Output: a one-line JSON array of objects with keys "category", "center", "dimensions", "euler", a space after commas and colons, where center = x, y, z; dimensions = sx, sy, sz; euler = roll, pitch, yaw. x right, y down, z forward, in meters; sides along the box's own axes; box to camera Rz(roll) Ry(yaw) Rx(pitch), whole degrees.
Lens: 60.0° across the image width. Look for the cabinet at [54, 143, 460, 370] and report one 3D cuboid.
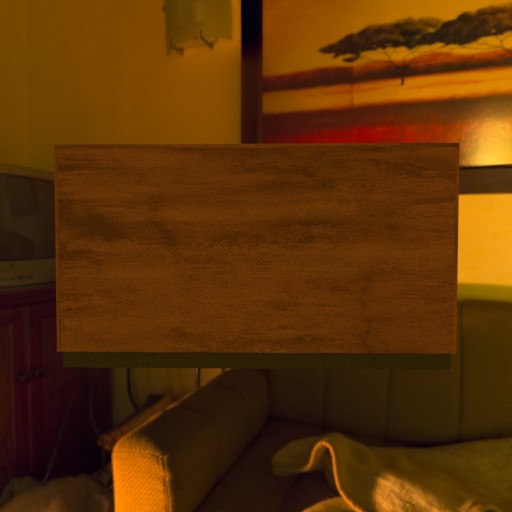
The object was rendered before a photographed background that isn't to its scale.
[{"category": "cabinet", "center": [0.000, 0.000, 1.973], "dimensions": [1.600, 0.900, 0.420], "euler": [0, 2, 1]}]
